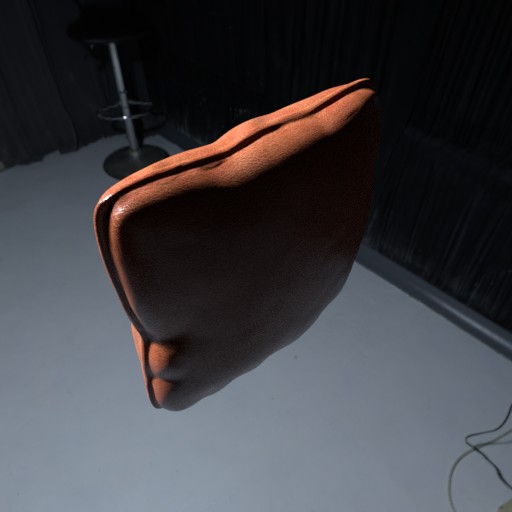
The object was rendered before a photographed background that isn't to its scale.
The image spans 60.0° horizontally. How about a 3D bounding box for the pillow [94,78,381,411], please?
[{"bbox_3d":[0.000,0.000,0.803,0.532,0.523,0.236,-32,53,-28],"label":"pillow"}]
